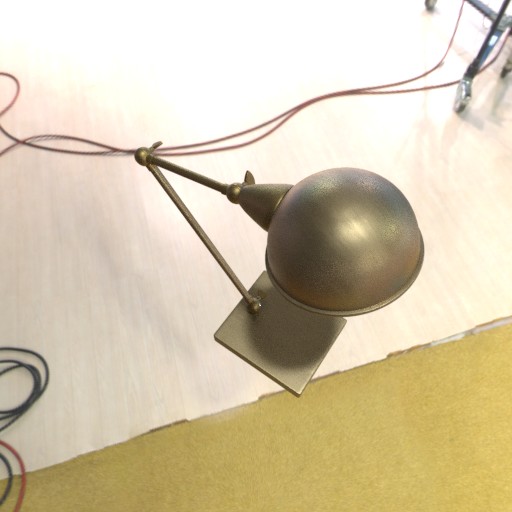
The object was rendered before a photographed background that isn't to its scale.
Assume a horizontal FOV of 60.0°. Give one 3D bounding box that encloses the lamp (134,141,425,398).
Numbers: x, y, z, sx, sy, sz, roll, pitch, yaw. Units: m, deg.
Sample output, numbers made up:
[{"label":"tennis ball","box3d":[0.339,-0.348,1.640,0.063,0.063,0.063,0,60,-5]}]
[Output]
[{"label":"lamp","box3d":[0.000,0.000,0.542,0.339,0.371,0.149,31,64,17]}]
